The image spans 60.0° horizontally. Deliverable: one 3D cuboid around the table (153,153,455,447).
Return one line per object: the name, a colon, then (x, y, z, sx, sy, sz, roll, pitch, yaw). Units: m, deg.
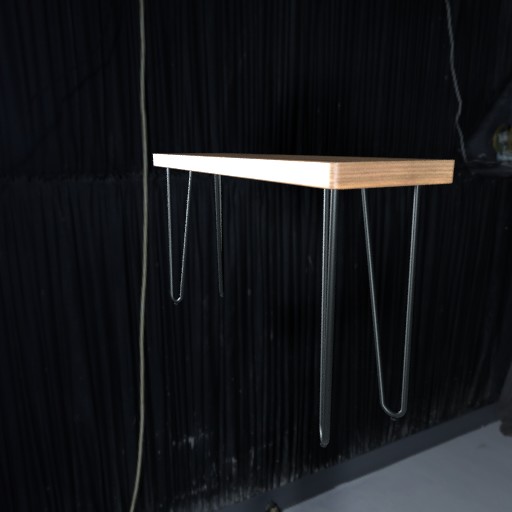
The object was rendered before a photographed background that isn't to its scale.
table: (0.000, 0.000, 1.890, 0.425, 0.834, 1.570, -7, 16, -27)
